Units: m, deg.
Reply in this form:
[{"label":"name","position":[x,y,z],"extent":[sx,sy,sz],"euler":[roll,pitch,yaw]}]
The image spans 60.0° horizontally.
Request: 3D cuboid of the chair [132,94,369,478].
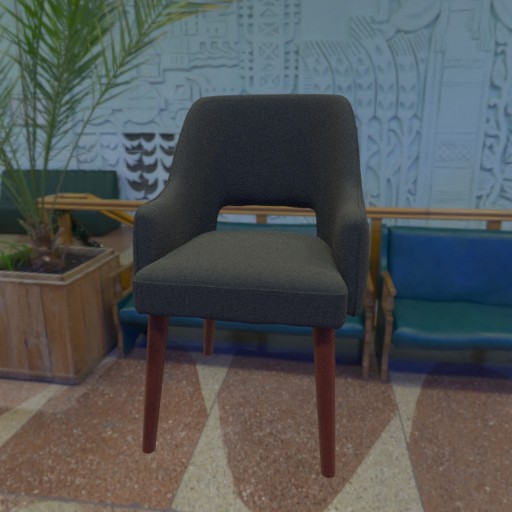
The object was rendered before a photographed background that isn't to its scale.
[{"label":"chair","position":[0.000,0.000,1.161],"extent":[0.559,0.838,0.560],"euler":[3,16,10]}]
